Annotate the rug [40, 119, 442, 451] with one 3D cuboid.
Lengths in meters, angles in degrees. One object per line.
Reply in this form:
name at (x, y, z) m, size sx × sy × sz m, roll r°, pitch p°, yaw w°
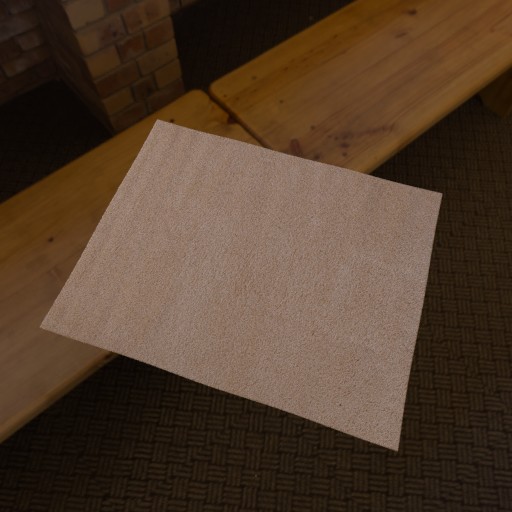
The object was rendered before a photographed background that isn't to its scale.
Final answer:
rug at (0.000, 0.000, 3.994) m, size 3.000 × 0.025 × 2.400 m, roll 17°, pitch 65°, yaw 8°
